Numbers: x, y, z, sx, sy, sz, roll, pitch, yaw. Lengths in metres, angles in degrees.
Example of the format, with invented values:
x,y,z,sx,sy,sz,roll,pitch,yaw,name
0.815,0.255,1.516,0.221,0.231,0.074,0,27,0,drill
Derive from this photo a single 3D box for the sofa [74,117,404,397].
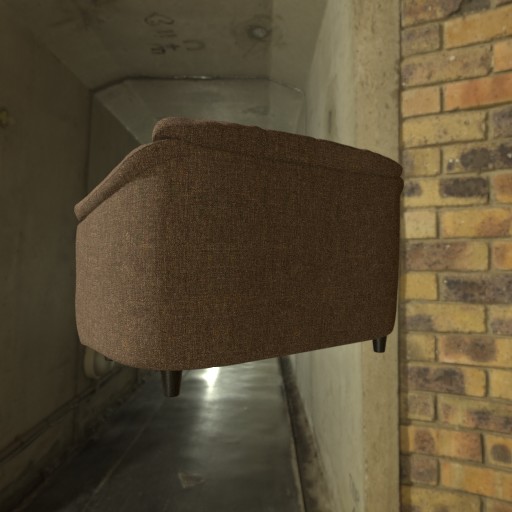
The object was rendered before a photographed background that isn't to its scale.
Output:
x,y,z,sx,sy,sz,roll,pitch,yaw,name
0.000,0.000,1.956,1.404,0.895,0.799,0,1,-37,sofa
